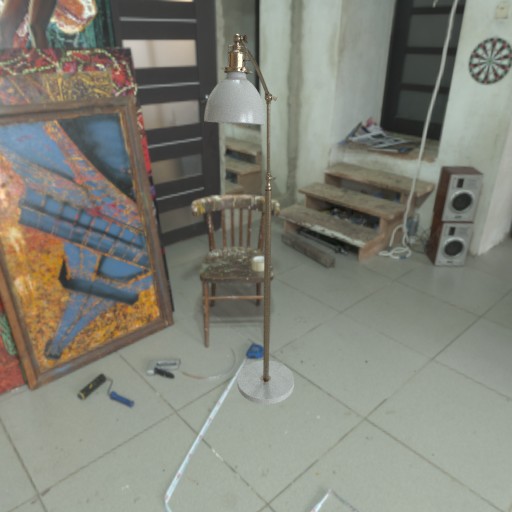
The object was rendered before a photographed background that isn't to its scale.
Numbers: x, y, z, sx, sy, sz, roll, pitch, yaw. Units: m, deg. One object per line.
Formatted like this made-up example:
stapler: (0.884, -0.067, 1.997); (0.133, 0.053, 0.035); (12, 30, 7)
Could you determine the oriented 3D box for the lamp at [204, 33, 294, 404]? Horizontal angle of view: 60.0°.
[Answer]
lamp: (0.000, 0.000, 1.772); (0.288, 1.586, 0.599); (8, 27, 16)
